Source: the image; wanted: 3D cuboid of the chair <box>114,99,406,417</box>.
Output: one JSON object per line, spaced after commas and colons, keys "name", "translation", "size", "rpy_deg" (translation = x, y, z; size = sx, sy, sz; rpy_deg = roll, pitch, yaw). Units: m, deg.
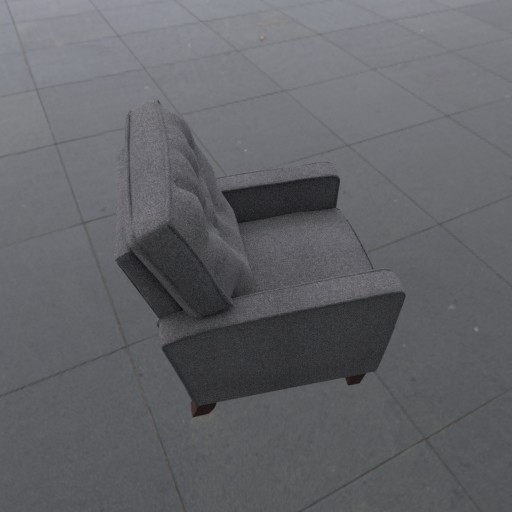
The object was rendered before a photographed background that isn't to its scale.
{"name": "chair", "translation": [0.000, 0.000, 1.456], "size": [0.775, 0.889, 0.650], "rpy_deg": [-8, 46, -8]}
